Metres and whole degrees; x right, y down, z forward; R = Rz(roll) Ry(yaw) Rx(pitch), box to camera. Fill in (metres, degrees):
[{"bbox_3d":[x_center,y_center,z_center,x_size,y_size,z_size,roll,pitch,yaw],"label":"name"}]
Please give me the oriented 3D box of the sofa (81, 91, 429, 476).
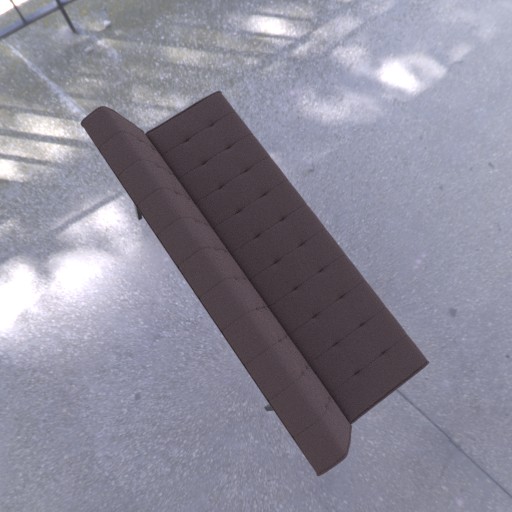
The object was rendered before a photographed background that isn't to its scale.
[{"bbox_3d":[0.000,0.000,2.086,0.747,0.699,1.703,-34,79,-8],"label":"sofa"}]
